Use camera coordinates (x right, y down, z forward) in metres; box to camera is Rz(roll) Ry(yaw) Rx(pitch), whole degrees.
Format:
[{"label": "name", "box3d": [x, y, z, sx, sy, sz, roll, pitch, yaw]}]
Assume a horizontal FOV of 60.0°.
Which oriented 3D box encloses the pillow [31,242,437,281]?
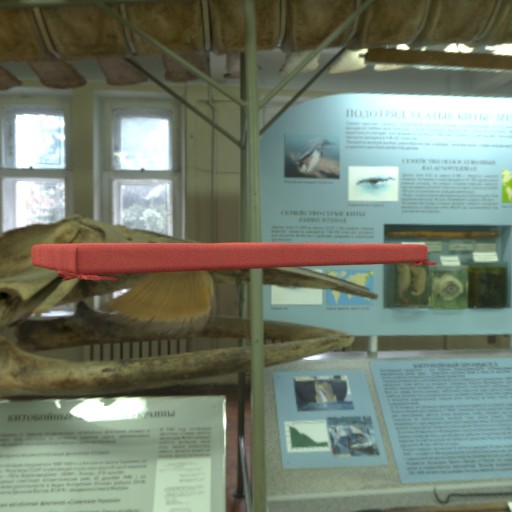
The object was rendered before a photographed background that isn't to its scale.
[{"label": "pillow", "box3d": [0.000, 0.000, 1.328, 1.187, 0.081, 0.492, -1, 2, -36]}]
